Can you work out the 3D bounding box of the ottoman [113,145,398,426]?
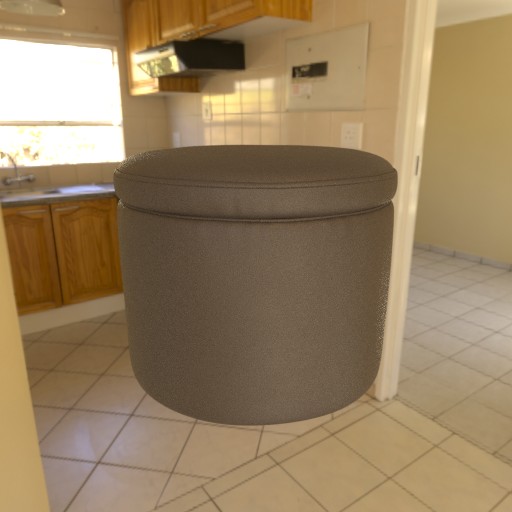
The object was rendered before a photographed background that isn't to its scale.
[{"bbox_3d":[0.000,0.000,0.855,0.500,0.409,0.500,0,16,0],"label":"ottoman"}]
